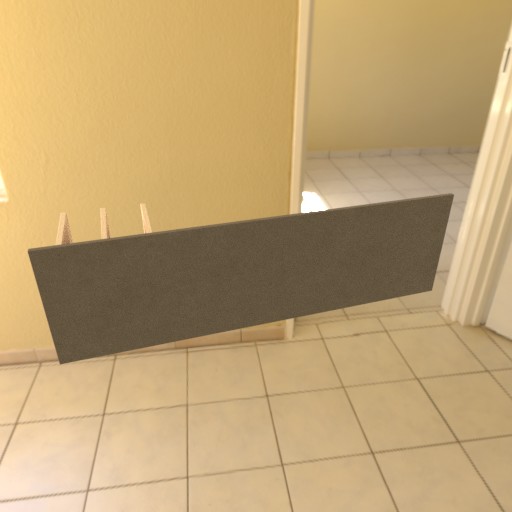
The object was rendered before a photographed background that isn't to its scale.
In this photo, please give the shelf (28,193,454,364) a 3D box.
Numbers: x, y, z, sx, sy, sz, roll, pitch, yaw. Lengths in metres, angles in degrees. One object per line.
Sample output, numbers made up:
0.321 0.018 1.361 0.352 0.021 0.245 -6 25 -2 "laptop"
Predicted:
0.000 0.000 1.175 1.020 0.300 0.200 -9 30 -15 "shelf"
